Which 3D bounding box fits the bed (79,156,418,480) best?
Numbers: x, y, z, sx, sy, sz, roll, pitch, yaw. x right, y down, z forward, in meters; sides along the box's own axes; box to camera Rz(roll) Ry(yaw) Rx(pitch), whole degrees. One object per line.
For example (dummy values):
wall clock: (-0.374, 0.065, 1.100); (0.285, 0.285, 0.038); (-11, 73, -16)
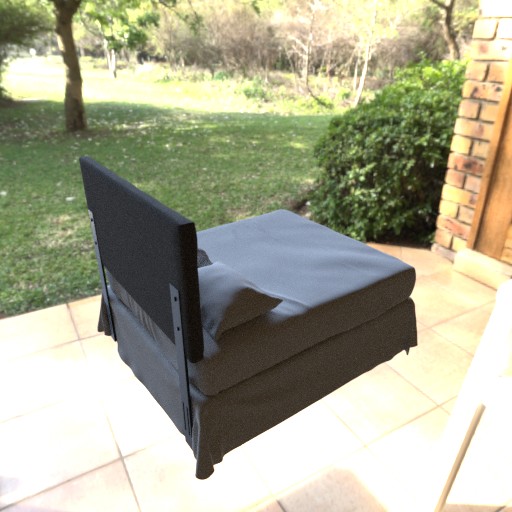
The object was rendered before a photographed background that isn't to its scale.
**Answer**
bed: (0.000, 0.000, 3.543); (2.222, 1.577, 1.936); (-18, 32, -32)
